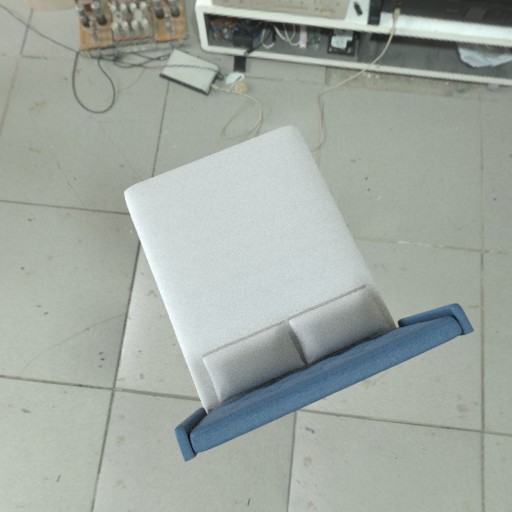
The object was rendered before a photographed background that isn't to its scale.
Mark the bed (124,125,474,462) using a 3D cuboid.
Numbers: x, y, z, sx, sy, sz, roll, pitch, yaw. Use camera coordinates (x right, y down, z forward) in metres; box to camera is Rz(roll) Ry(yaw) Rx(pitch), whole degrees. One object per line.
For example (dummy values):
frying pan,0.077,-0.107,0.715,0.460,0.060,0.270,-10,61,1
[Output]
bed,0.000,0.000,3.350,1.719,1.665,2.078,-23,78,-5
